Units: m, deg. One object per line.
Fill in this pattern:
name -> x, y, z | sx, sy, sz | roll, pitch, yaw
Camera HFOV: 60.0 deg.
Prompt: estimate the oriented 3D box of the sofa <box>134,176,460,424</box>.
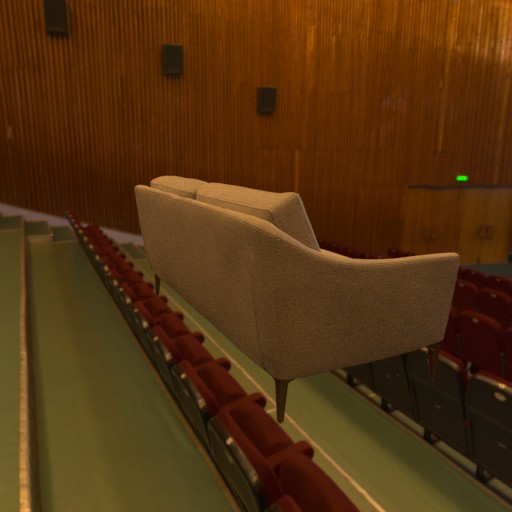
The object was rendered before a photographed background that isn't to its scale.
sofa -> 0.000, 0.000, 2.617 | 0.980, 0.913, 2.036 | -7, 15, -27
